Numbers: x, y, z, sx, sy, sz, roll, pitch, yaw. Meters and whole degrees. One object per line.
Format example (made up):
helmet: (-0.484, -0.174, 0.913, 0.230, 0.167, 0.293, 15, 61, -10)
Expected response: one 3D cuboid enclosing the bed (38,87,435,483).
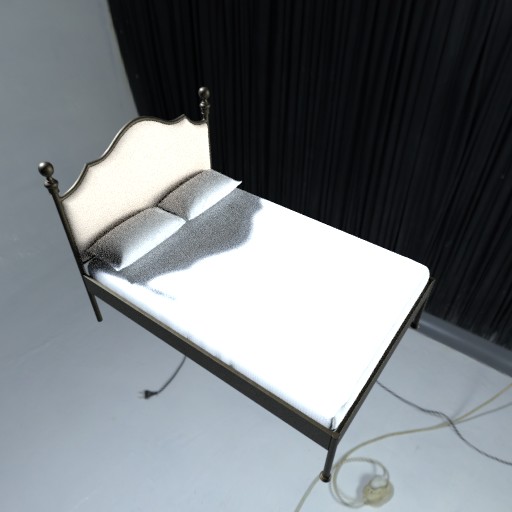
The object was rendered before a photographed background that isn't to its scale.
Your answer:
bed: (0.000, 0.000, 3.104, 2.170, 1.462, 1.533, 26, 48, 26)
